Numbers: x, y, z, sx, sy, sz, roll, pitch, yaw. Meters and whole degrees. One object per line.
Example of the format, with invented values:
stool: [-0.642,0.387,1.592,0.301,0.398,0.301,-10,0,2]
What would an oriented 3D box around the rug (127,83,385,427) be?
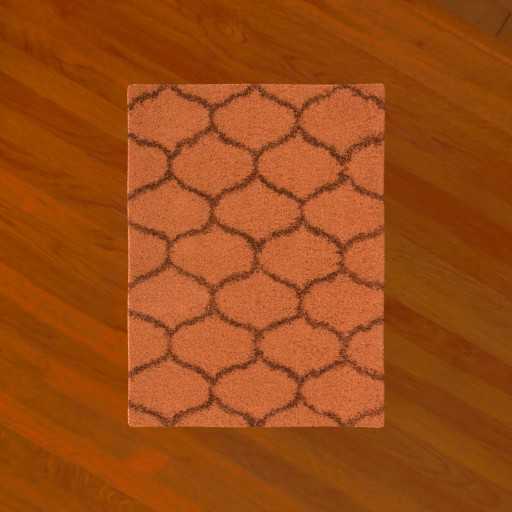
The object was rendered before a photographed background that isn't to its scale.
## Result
rug: [0.000,0.000,2.073,1.200,0.025,1.600,0,90,0]
